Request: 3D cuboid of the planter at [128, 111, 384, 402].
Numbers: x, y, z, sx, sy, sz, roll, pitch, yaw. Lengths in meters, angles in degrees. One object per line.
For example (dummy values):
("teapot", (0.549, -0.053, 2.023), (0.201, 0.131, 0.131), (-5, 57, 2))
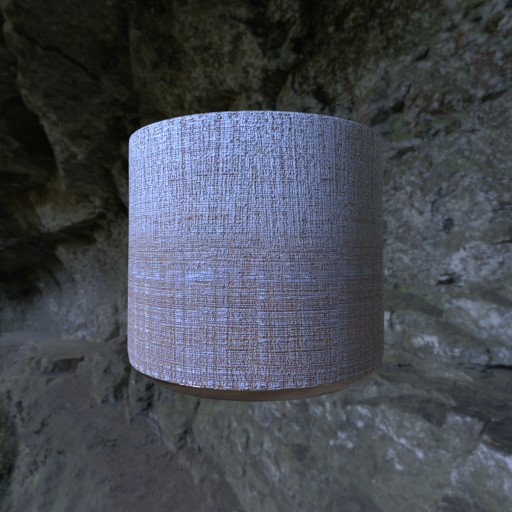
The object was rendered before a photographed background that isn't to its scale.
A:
("planter", (0.000, 0.000, 0.195), (0.109, 0.096, 0.109), (0, 1, 0))
